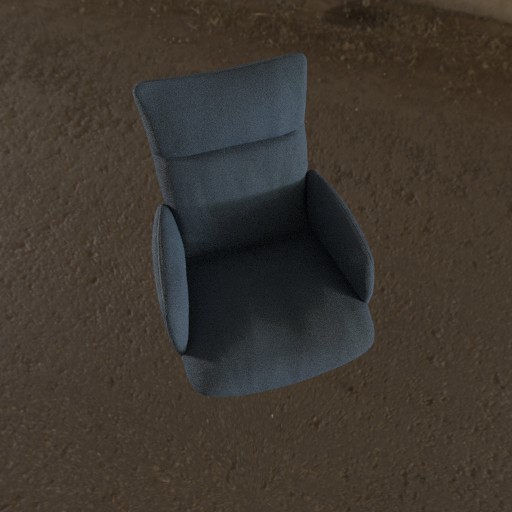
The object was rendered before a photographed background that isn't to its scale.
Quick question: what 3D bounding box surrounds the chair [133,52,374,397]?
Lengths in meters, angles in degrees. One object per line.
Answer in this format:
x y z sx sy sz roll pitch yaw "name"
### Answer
0.000 0.000 1.593 0.711 1.016 0.889 -14 62 -8 "chair"
